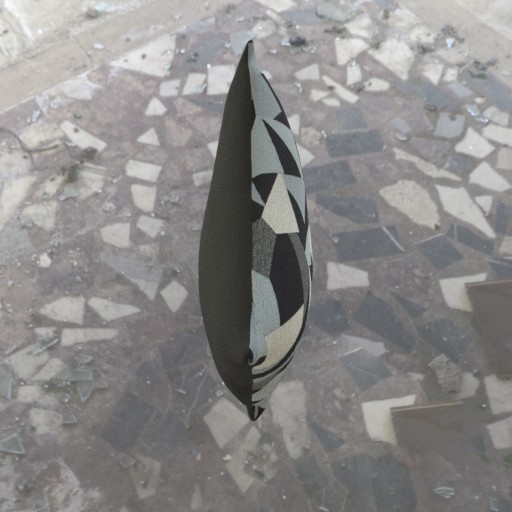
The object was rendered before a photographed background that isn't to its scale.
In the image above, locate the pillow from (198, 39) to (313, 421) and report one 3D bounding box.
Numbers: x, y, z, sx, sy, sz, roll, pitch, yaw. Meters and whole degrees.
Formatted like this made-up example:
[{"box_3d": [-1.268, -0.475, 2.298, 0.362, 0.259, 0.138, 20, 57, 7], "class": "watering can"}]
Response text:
[{"box_3d": [0.000, 0.000, 0.778, 0.208, 0.496, 0.503, 0, 64, 0], "class": "pillow"}]
